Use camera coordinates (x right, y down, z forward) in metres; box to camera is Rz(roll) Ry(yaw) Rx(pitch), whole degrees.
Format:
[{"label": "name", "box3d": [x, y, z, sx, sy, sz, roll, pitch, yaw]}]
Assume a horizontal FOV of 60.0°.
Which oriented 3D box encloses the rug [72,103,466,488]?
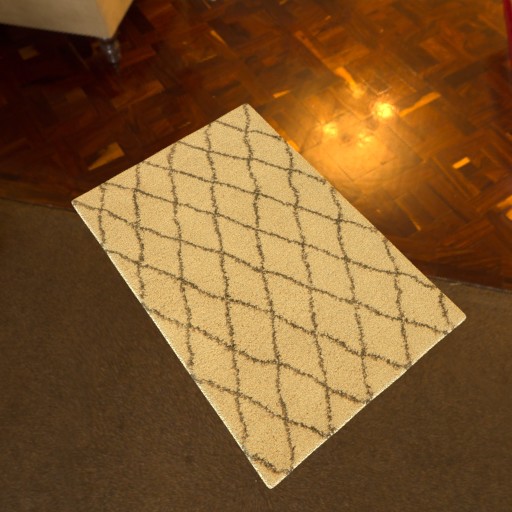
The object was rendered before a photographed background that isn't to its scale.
[{"label": "rug", "box3d": [0.000, 0.000, 2.302, 1.219, 0.030, 1.778, -34, 68, -16]}]
